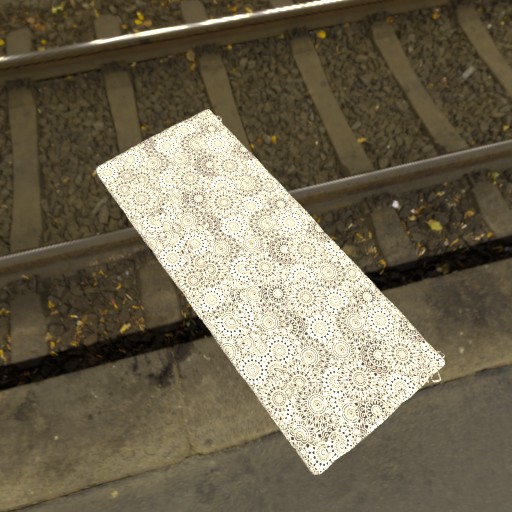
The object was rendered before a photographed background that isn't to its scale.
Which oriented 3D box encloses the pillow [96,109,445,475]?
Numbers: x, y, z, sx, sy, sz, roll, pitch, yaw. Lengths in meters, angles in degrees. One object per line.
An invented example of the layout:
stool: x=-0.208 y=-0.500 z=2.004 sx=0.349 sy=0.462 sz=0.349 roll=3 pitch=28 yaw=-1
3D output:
pillow: x=0.000 y=0.000 z=1.350 sx=0.492 sy=0.081 sz=1.187 roll=-34 pitch=68 yaw=-16
